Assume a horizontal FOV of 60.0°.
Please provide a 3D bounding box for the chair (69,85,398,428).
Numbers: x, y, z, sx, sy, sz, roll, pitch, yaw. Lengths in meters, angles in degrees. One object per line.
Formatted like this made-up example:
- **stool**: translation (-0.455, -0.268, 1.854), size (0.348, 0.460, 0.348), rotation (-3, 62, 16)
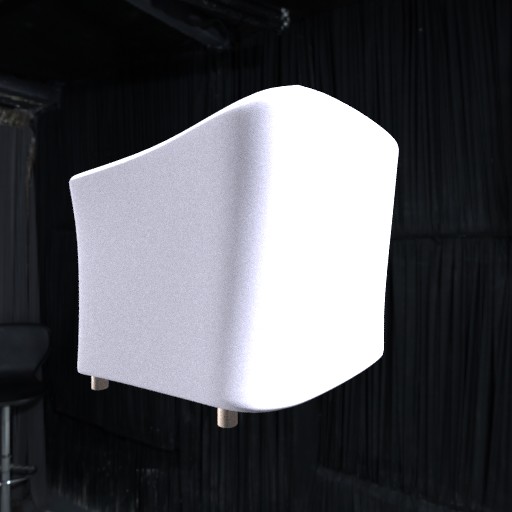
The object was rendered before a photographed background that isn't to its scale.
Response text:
- **chair**: translation (0.000, 0.000, 1.320), size (0.700, 0.720, 0.790), rotation (1, 1, 35)
